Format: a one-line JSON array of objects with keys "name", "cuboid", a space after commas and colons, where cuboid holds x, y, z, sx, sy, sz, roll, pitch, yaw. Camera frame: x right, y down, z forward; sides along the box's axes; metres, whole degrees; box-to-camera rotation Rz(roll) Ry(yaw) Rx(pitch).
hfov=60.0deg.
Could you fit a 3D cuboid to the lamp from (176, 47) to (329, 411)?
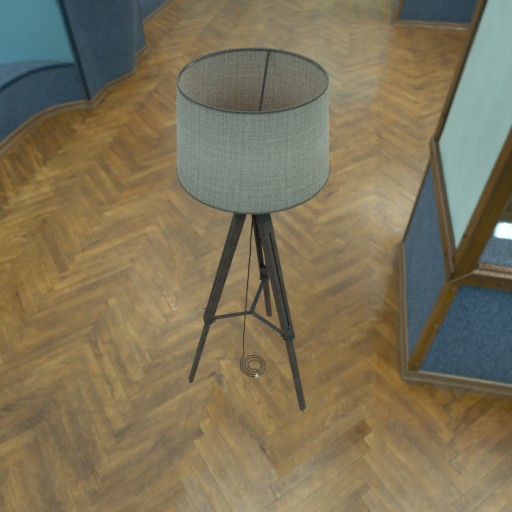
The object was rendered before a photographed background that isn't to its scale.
[{"name": "lamp", "cuboid": [0.000, 0.000, 1.798, 0.604, 1.510, 0.587, 10, 46, 10]}]
